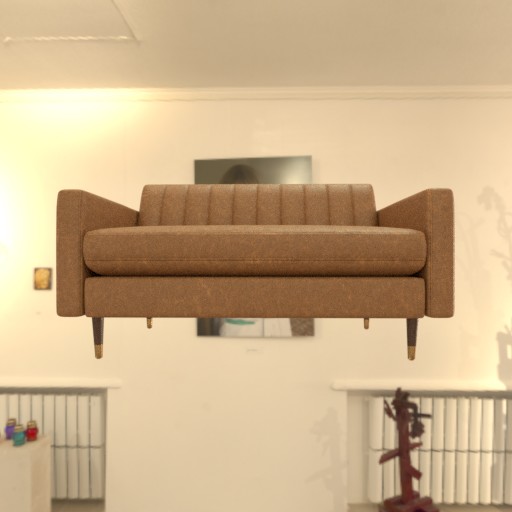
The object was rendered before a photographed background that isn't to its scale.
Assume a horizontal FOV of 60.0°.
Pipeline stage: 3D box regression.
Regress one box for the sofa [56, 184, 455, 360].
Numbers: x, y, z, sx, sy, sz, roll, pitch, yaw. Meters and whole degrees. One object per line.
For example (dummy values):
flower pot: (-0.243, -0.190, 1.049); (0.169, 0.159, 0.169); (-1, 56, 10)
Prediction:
sofa: (0.000, 0.000, 2.121); (1.549, 0.820, 0.960); (0, 0, 1)
